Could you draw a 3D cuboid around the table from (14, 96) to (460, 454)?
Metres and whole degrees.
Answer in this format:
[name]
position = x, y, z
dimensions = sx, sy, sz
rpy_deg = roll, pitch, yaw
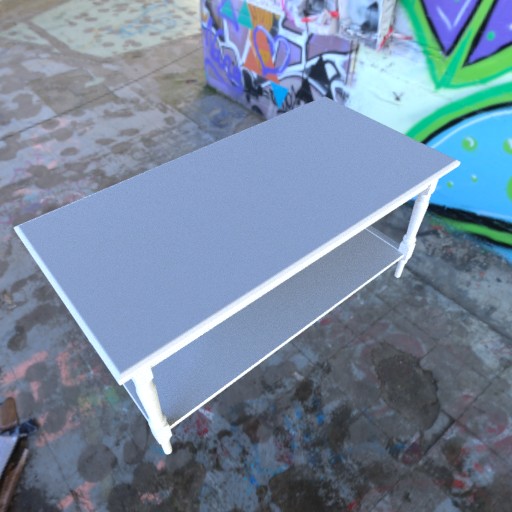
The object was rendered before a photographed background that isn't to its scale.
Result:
[table]
position = 0.000, 0.000, 1.377
dimensions = 1.109, 0.506, 0.551
rpy_deg = -31, 53, -27
